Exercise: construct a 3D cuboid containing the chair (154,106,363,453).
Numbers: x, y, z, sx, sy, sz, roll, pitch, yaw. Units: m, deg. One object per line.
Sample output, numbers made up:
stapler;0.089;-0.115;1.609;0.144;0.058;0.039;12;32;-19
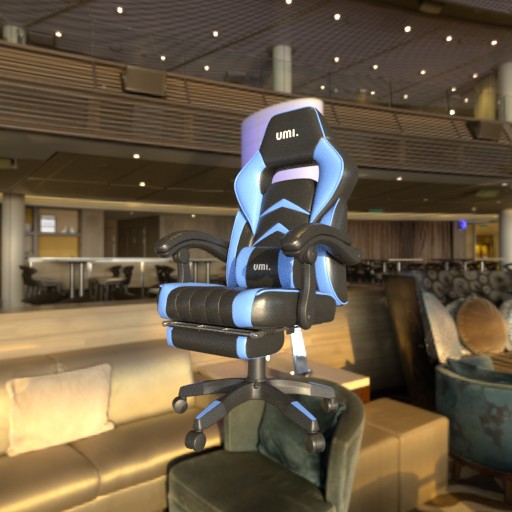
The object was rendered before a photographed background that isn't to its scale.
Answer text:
chair;0.000;0.000;1.717;0.700;1.280;0.700;0;-1;37
